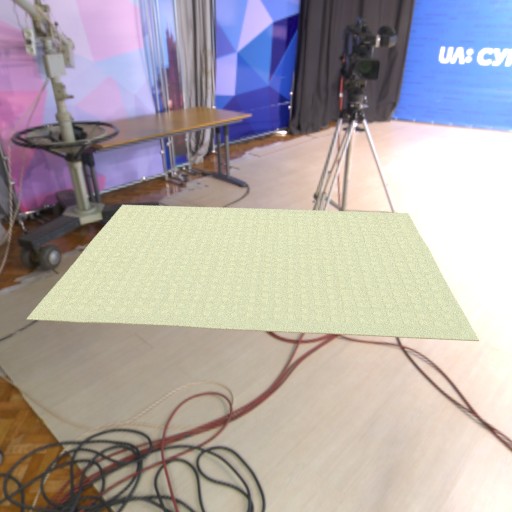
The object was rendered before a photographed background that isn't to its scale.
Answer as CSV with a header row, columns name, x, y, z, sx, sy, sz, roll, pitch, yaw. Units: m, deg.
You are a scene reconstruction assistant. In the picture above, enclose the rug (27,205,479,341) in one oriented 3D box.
name,x,y,z,sx,sy,sz,roll,pitch,yaw
rug,0.000,0.000,2.198,1.747,0.006,1.143,2,30,4
